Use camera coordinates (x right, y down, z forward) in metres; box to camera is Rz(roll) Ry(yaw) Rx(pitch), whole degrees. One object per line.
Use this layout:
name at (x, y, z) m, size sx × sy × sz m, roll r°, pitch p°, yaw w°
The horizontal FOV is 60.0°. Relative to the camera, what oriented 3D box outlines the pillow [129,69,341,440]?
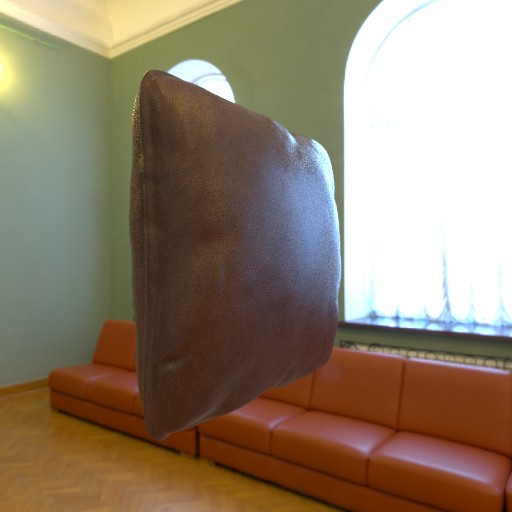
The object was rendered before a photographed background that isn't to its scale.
pillow at (0.000, 0.000, 0.810) m, size 0.236 × 0.523 × 0.532 m, roll 0°, pitch -1°, yaw 35°
